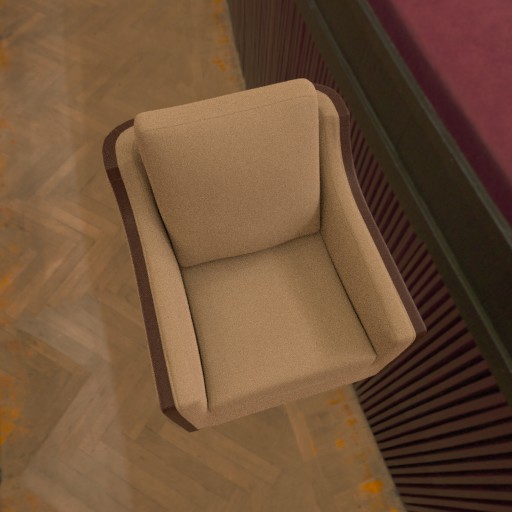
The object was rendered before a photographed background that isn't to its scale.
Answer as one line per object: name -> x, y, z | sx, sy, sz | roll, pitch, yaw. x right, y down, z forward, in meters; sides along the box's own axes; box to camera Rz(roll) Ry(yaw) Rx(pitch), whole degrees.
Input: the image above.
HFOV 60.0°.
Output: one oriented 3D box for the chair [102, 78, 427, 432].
chair -> 0.000, 0.000, 1.621 | 0.870, 0.930, 0.950 | -15, 64, -7
